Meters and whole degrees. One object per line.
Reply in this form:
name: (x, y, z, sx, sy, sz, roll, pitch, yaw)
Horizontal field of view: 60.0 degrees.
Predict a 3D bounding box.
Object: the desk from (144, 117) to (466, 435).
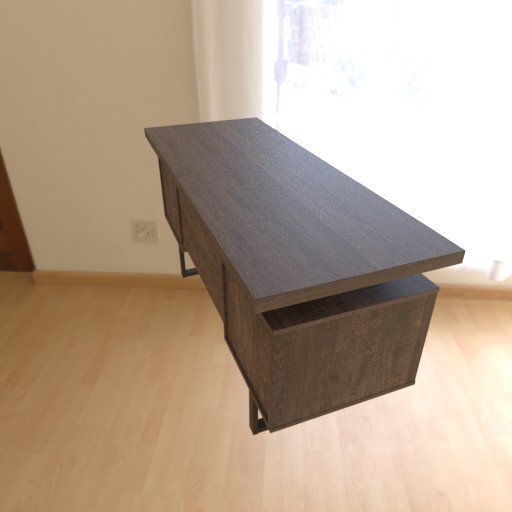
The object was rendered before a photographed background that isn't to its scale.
desk: (0.000, 0.000, 1.884, 0.600, 0.760, 1.524, -11, 33, -18)
